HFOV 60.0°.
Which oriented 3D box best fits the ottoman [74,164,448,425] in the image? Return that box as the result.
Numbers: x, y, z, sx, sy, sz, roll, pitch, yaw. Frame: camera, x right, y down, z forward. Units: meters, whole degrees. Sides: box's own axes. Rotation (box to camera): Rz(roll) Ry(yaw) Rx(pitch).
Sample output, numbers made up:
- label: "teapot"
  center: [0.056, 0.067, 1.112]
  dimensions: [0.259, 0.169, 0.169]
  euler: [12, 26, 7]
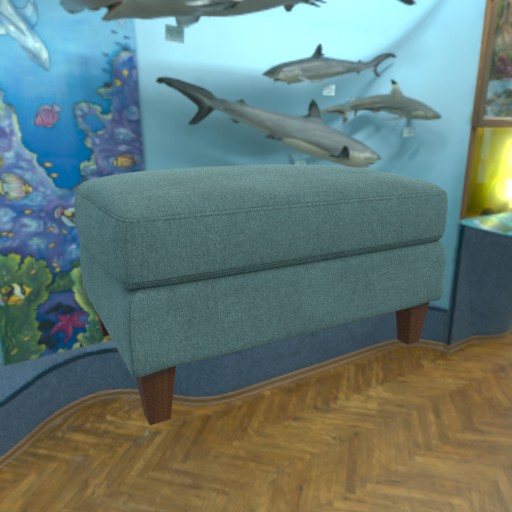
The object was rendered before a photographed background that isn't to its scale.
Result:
- label: "ottoman"
  center: [0.000, 0.000, 1.219]
  dimensions: [0.864, 0.483, 0.584]
  euler: [-8, 17, -28]
